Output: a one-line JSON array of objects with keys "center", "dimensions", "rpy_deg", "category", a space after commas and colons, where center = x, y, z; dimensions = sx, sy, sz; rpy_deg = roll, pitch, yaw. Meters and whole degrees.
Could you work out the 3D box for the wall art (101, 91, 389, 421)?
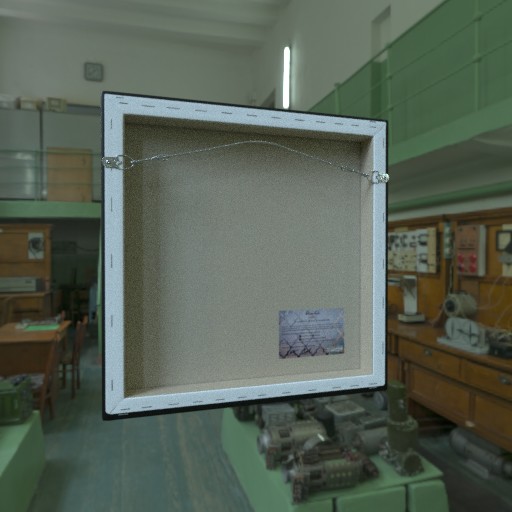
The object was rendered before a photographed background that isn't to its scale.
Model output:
[{"center": [0.000, 0.000, 0.617], "dimensions": [0.406, 0.407, 0.041], "rpy_deg": [0, 1, -17], "category": "wall art"}]
